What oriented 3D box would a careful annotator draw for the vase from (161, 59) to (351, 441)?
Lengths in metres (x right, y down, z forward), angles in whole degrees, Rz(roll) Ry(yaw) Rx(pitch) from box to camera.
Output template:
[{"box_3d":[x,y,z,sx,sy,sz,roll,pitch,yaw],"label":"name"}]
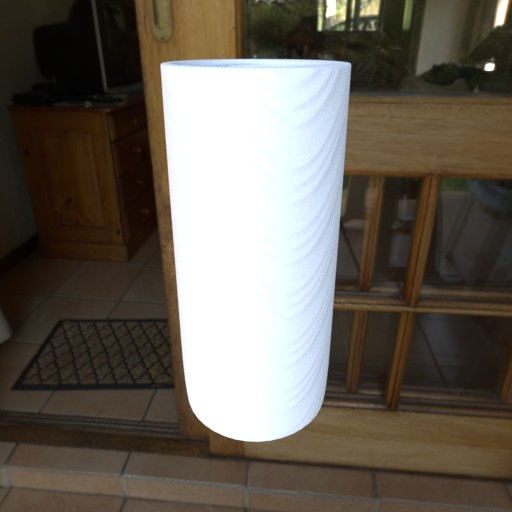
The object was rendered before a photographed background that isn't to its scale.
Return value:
[{"box_3d":[0.000,0.000,0.394,0.143,0.316,0.143,0,26,0],"label":"vase"}]
